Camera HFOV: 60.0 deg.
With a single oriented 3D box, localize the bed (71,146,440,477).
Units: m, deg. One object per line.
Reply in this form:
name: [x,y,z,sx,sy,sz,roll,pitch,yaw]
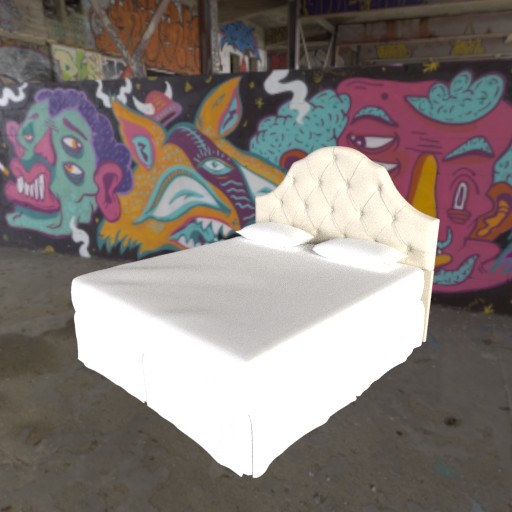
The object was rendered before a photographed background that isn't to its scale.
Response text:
bed: [0.000,0.000,3.472,2.008,1.615,2.214,14,21,41]
